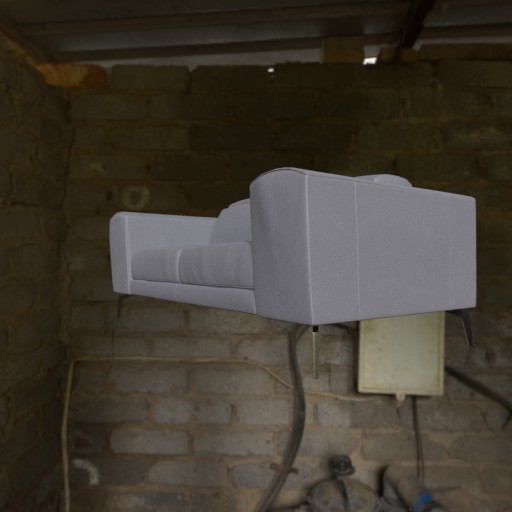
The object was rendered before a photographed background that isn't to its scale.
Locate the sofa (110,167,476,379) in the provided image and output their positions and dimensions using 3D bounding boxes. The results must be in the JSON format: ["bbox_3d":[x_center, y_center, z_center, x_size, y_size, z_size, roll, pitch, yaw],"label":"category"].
[{"bbox_3d":[0.000,0.000,2.358,1.003,0.779,1.895,1,-1,-36],"label":"sofa"}]
